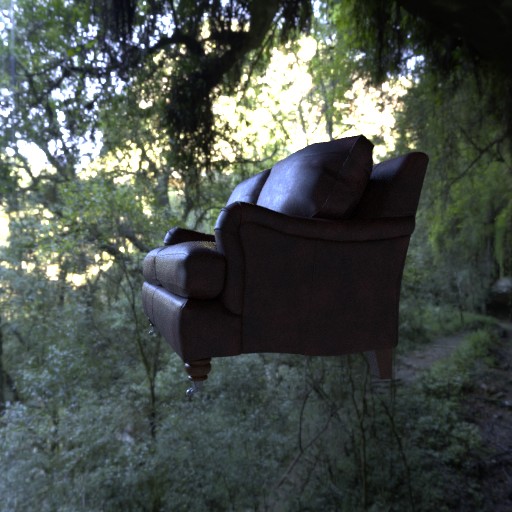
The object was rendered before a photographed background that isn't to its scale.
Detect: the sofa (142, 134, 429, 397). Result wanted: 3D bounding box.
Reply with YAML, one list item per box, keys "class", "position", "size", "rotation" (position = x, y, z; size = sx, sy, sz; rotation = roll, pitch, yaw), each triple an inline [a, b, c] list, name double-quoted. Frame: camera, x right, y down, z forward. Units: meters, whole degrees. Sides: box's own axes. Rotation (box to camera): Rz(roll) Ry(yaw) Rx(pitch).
- class: "sofa"
  position: [0.000, 0.000, 2.503]
  size: [1.148, 1.070, 1.628]
  rotation: [0, 0, -19]
